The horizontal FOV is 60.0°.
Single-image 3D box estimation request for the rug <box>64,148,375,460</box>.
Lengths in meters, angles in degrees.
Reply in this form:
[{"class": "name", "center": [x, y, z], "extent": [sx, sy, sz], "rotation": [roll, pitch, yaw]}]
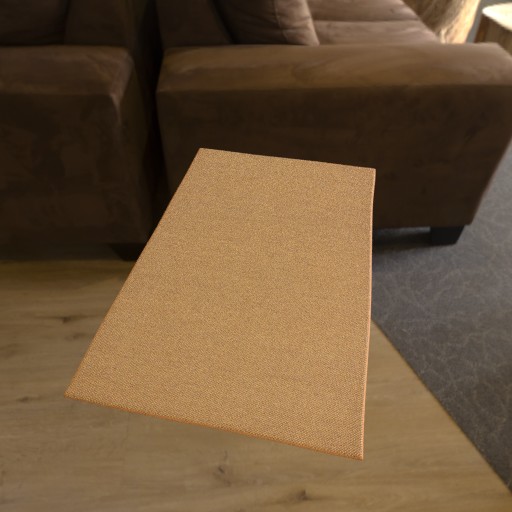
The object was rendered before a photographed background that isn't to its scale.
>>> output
[{"class": "rug", "center": [0.000, 0.000, 2.090], "extent": [1.078, 0.013, 1.678], "rotation": [9, 46, 8]}]
